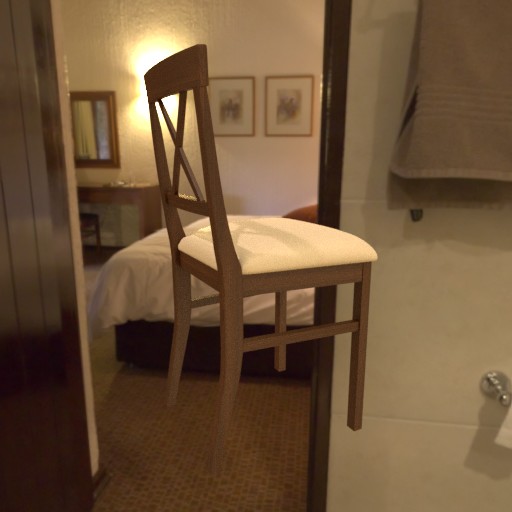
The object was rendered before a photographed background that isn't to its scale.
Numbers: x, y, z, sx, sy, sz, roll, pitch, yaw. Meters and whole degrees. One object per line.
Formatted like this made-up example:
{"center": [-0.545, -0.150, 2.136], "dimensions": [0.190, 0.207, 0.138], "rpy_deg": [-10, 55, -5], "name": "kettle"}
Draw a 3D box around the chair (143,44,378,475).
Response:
{"center": [0.000, 0.000, 1.167], "dimensions": [0.480, 0.913, 0.440], "rpy_deg": [-7, 15, -28], "name": "chair"}
